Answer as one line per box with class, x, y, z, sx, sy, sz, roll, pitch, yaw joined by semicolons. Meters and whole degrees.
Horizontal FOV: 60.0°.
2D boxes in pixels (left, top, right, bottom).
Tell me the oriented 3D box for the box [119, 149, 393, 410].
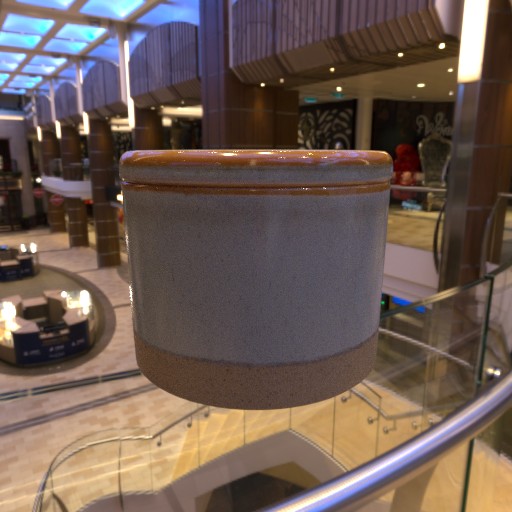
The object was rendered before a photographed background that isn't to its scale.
box;0.000;0.000;0.217;0.123;0.100;0.123;0;13;0
